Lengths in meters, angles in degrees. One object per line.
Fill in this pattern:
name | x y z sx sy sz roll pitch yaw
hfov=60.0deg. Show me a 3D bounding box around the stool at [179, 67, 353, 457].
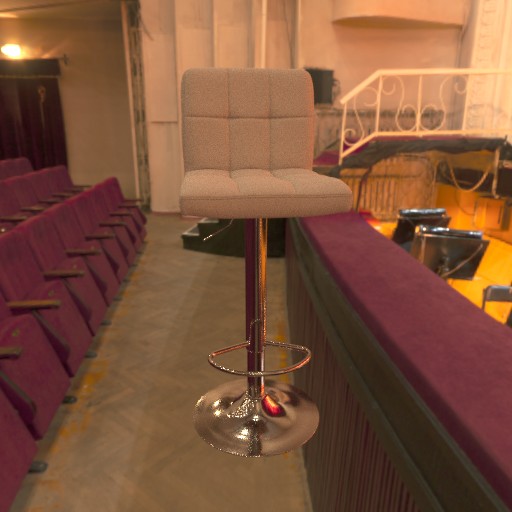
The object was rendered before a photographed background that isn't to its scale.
stool | 0.000 0.000 1.347 0.430 1.115 0.505 -2 16 -7
